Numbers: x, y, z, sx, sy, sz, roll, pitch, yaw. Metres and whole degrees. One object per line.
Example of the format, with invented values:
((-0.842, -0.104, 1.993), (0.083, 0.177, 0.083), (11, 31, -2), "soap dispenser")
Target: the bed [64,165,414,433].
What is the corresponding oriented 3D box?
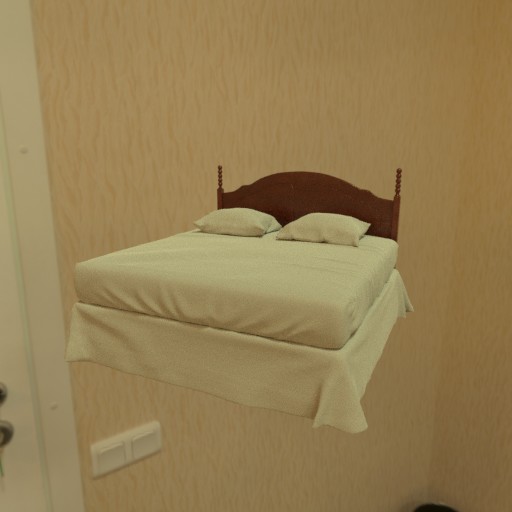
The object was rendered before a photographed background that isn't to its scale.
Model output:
((0.000, 0.000, 3.599), (2.322, 1.355, 2.219), (6, 15, 25), "bed")
